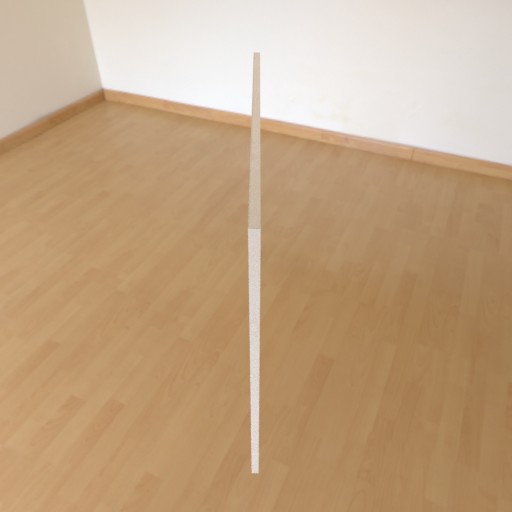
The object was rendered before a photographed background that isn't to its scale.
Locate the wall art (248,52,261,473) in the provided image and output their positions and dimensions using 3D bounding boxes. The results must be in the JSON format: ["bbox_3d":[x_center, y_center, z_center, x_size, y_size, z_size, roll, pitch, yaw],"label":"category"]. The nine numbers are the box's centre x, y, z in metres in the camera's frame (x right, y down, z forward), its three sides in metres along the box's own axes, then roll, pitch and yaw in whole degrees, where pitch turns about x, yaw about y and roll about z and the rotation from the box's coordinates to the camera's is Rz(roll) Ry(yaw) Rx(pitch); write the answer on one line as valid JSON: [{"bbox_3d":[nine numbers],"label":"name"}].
[{"bbox_3d":[0.000,0.000,0.872,0.013,0.584,0.584,0,41,0],"label":"wall art"}]
